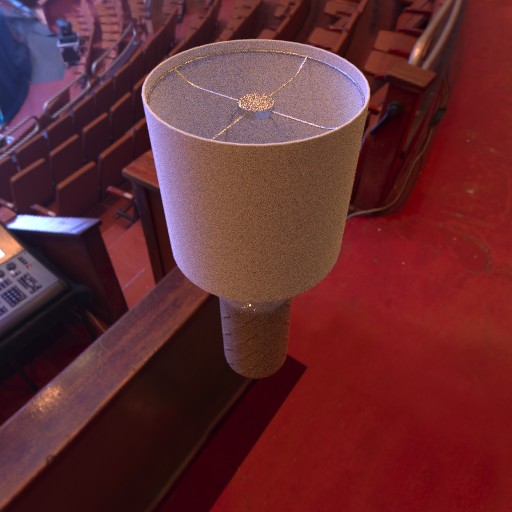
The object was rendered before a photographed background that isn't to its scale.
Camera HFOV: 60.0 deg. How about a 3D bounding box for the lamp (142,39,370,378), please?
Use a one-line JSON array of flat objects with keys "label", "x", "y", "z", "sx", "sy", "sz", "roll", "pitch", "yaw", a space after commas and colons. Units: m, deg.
[{"label": "lamp", "x": 0.000, "y": 0.000, "z": 0.573, "sx": 0.207, "sy": 0.461, "sz": 0.207, "roll": 25, "pitch": 52, "yaw": 22}]
